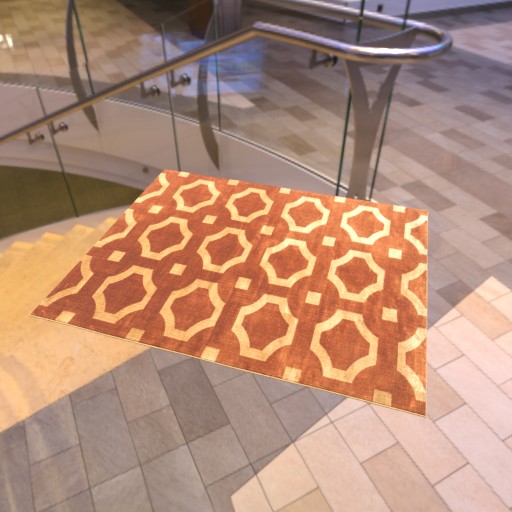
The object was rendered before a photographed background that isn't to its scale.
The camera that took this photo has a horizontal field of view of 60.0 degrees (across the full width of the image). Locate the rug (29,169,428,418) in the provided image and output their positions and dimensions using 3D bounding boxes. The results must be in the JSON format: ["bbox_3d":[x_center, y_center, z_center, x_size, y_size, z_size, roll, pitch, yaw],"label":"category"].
[{"bbox_3d":[0.000,0.000,4.108,3.049,0.021,2.466,11,41,13],"label":"rug"}]
